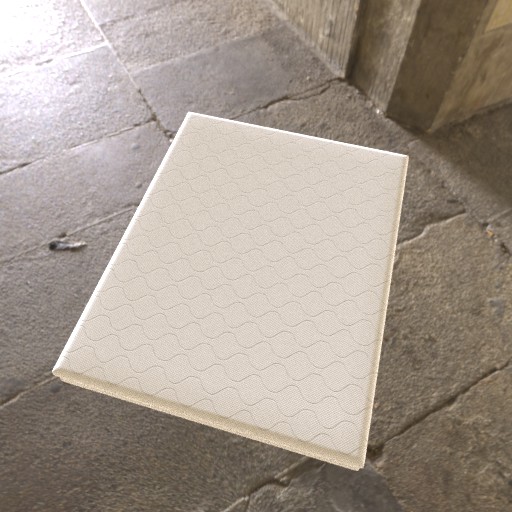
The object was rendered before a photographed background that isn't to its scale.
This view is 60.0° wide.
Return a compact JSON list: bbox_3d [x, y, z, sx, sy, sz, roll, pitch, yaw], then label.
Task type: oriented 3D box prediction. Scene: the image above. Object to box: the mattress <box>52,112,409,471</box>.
[{"bbox_3d":[0.000,0.000,2.701,1.600,0.200,2.000,14,60,8],"label":"mattress"}]
